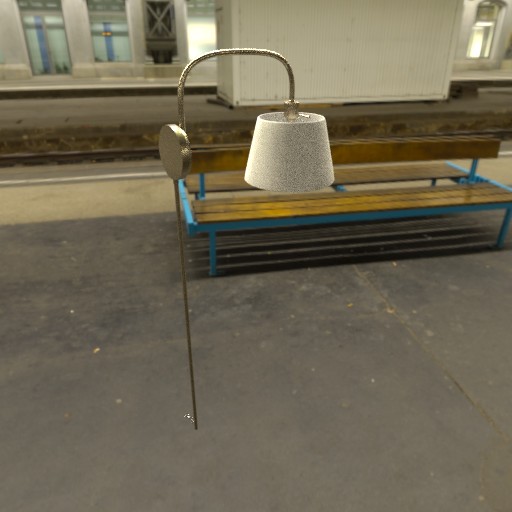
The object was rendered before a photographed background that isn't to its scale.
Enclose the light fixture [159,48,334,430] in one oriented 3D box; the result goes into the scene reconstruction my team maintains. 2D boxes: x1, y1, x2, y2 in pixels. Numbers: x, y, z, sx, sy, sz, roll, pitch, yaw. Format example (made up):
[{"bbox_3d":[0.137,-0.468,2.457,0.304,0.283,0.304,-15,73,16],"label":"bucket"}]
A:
[{"bbox_3d":[0.000,0.000,0.471,0.176,0.399,0.092,-17,31,-31],"label":"light fixture"}]
